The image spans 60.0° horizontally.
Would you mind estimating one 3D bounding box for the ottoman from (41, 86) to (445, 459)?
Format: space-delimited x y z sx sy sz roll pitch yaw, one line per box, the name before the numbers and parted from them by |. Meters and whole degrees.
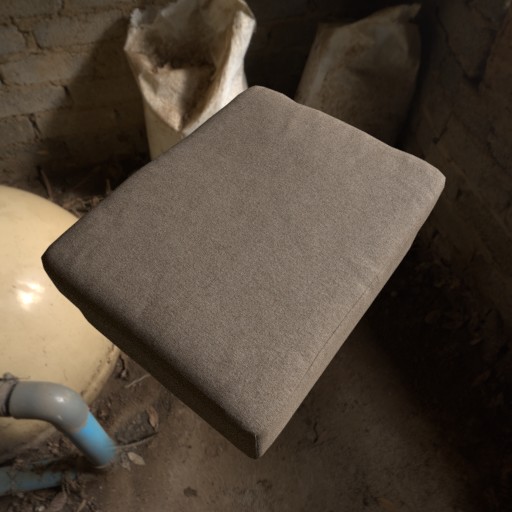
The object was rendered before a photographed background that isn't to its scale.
ottoman | 0.000 0.000 1.297 0.692 0.511 0.889 33 62 20
